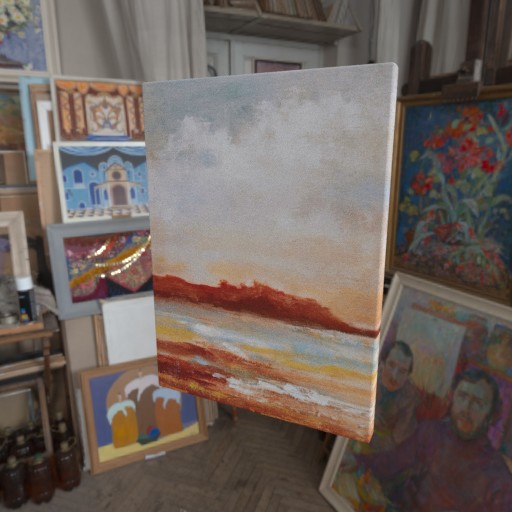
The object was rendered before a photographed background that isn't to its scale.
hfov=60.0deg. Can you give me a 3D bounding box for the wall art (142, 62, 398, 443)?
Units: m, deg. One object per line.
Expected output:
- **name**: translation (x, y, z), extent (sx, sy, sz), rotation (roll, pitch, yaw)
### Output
- **wall art**: translation (0.000, 0.000, 0.791), extent (0.443, 0.605, 0.035), rotation (6, 15, 25)
